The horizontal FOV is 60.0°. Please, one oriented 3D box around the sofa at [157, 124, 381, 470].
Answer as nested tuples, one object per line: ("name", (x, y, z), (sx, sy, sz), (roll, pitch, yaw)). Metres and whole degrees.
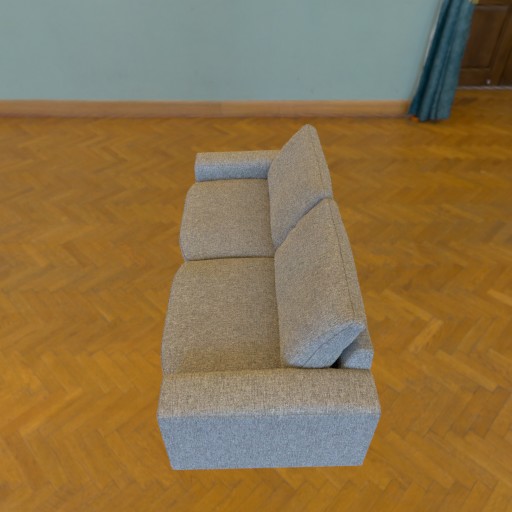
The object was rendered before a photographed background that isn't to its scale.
("sofa", (0.000, 0.000, 2.827), (1.040, 0.922, 2.299), (-1, 42, -1))
